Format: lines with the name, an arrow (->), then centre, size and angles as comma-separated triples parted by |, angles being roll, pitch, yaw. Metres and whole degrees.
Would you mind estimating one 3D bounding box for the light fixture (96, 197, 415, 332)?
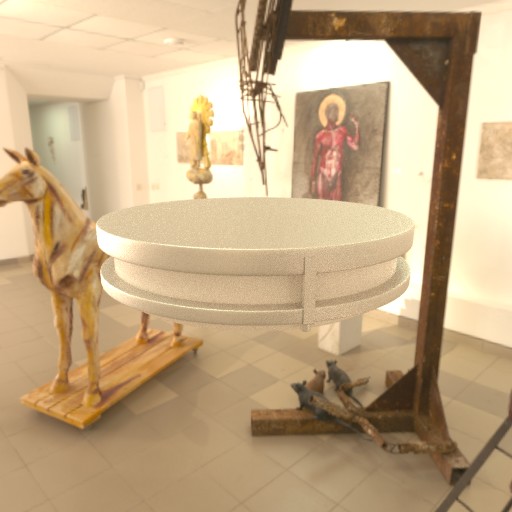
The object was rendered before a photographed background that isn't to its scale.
light fixture -> 0.000, 0.000, 0.534 | 0.356, 0.102, 0.356 | 0, 14, 0
